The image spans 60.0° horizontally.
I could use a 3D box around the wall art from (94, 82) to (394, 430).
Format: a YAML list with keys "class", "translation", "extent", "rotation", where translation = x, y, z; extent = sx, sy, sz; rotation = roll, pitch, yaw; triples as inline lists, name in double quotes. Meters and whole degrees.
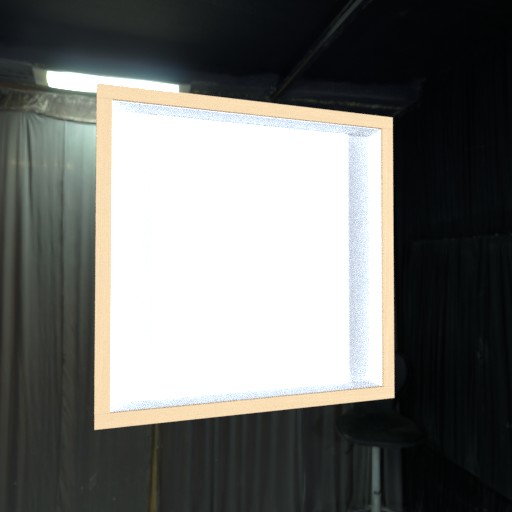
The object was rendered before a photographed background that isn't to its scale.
- class: "wall art"
  translation: [0.000, 0.000, 0.595]
  extent: [0.405, 0.405, 0.038]
  rotation: [0, -1, -18]
